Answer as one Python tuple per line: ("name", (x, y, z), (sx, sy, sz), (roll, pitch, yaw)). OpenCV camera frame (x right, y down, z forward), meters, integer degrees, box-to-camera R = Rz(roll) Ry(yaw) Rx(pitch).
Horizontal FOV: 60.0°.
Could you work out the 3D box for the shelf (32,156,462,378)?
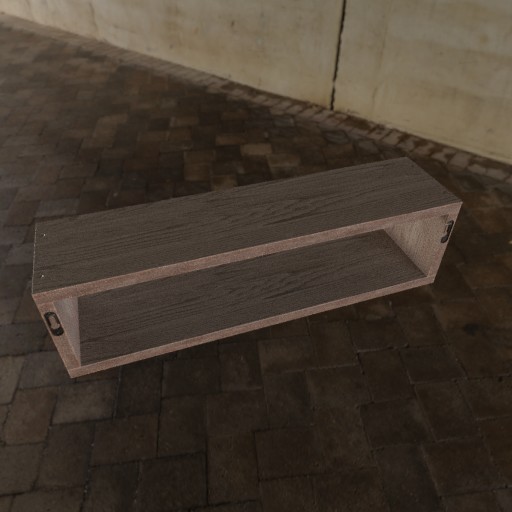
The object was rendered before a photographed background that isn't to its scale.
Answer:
("shelf", (0.000, 0.000, 0.706), (0.610, 0.170, 0.150), (-13, 42, -14))
